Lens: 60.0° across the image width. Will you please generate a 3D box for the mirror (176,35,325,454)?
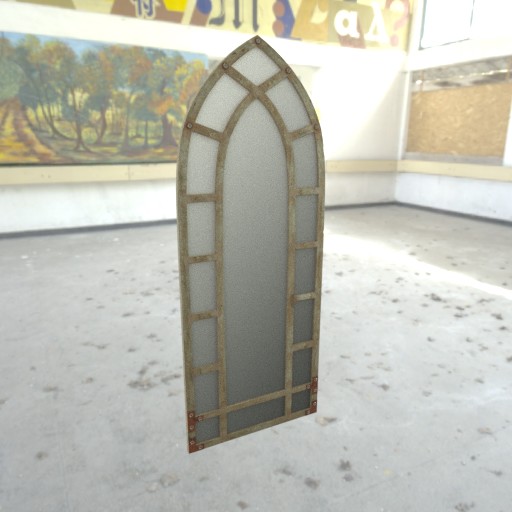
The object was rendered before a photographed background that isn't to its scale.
[{"bbox_3d":[0.000,0.000,1.293,0.464,1.175,0.025,-8,17,-26],"label":"mirror"}]
